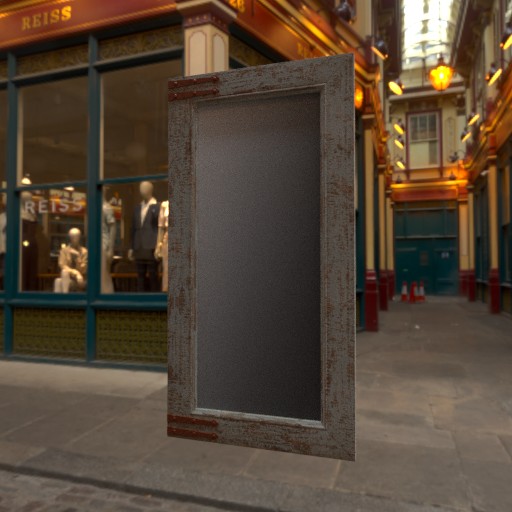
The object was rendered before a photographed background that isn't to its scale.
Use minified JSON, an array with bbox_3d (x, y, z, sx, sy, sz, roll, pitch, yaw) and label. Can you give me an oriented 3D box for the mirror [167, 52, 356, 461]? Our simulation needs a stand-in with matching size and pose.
[{"bbox_3d":[0.000,0.000,1.079,0.472,0.922,0.027,0,-1,18],"label":"mirror"}]
